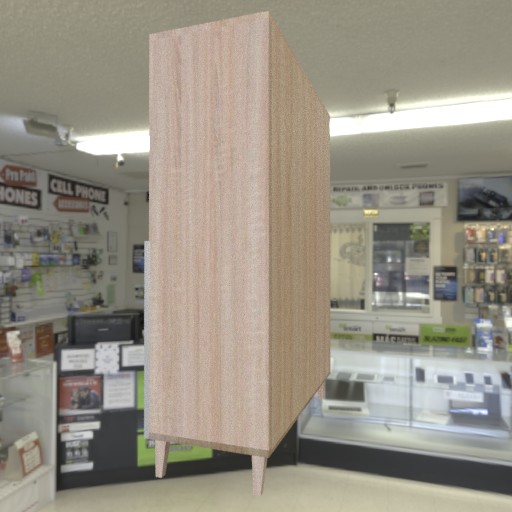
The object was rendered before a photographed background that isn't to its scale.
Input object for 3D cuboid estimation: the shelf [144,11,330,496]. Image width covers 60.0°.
[{"bbox_3d":[0.000,0.000,1.809,0.434,1.405,0.995,0,0,20],"label":"shelf"}]
